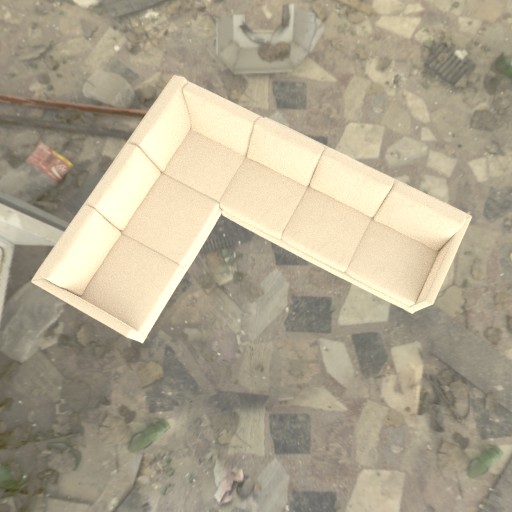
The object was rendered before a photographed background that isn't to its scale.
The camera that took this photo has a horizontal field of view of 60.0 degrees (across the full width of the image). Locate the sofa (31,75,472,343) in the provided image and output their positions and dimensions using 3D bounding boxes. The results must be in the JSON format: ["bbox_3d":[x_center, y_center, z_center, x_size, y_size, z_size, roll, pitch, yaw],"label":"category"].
[{"bbox_3d":[0.000,0.000,4.178,3.182,0.863,2.432,28,77,7],"label":"sofa"}]
